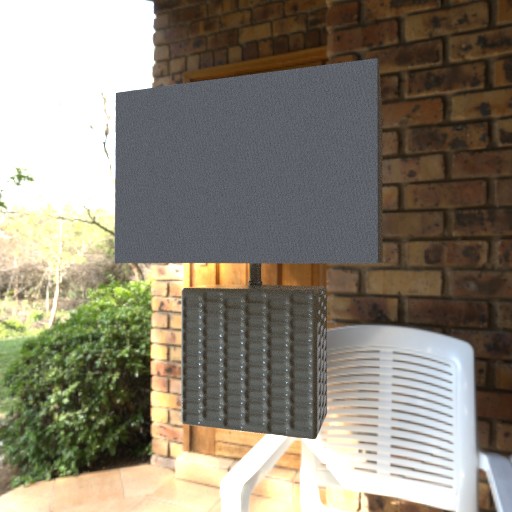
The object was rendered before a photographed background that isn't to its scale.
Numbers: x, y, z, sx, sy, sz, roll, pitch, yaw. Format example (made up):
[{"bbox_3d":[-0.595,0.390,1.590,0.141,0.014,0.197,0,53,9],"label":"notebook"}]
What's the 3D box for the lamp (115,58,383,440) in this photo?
[{"bbox_3d":[0.000,0.000,0.699,0.380,0.515,0.200,0,-1,17],"label":"lamp"}]
